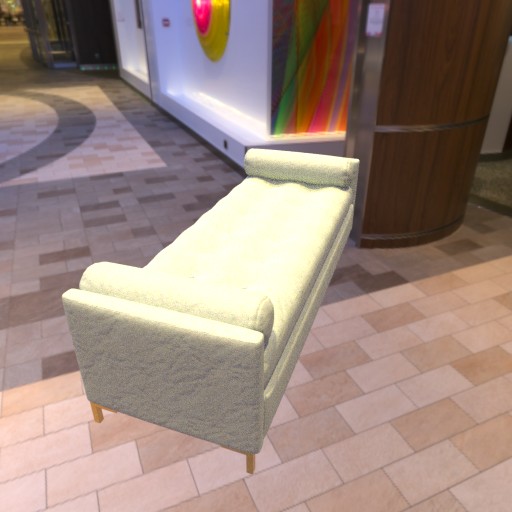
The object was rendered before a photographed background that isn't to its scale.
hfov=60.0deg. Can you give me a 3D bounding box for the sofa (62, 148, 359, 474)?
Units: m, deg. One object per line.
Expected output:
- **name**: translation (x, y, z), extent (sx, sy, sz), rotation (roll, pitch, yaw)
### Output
- **sofa**: translation (0.000, 0.000, 2.486), extent (0.796, 0.705, 2.102), rotation (10, 31, 18)
